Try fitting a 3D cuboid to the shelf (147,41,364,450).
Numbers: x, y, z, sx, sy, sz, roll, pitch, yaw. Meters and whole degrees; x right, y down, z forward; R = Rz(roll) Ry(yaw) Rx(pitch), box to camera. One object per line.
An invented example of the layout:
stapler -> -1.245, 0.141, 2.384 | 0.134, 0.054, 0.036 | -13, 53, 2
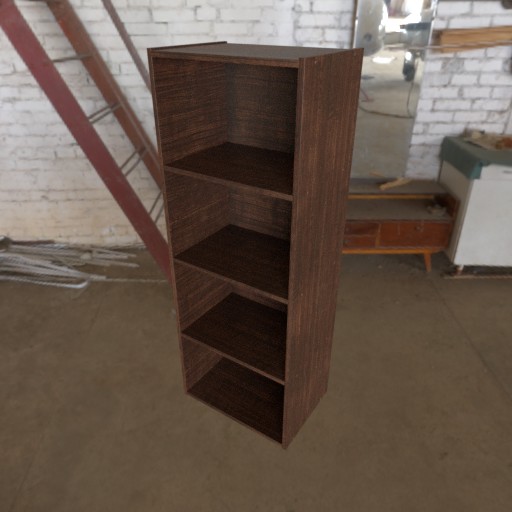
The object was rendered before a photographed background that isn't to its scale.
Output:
shelf -> 0.000, 0.000, 1.290 | 0.415, 1.099, 0.290 | 18, 34, 29
